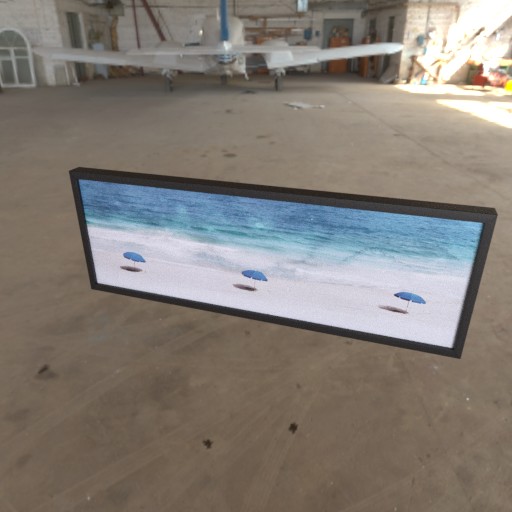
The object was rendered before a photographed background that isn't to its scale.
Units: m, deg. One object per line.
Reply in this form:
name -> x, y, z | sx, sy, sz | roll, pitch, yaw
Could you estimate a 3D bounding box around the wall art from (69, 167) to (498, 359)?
wall art -> 0.000, 0.000, 0.941 | 0.860, 0.303, 0.037 | 8, 28, 16
